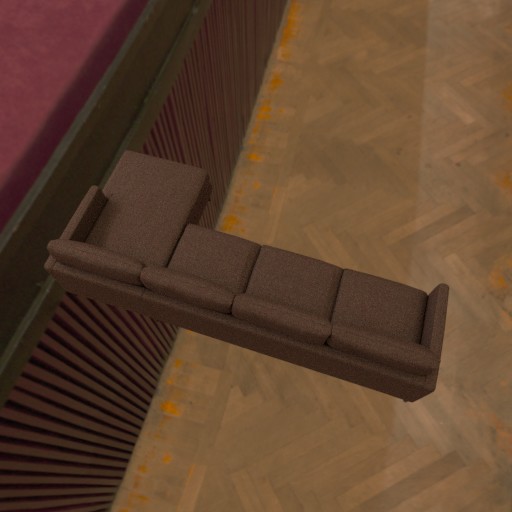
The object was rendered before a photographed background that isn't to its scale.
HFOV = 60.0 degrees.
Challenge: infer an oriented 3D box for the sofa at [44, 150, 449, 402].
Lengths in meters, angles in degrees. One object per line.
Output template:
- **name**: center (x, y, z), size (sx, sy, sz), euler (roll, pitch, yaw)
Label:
- **sofa**: center (0.000, 0.000, 3.870), size (3.221, 0.892, 1.483), euler (16, 64, 8)
